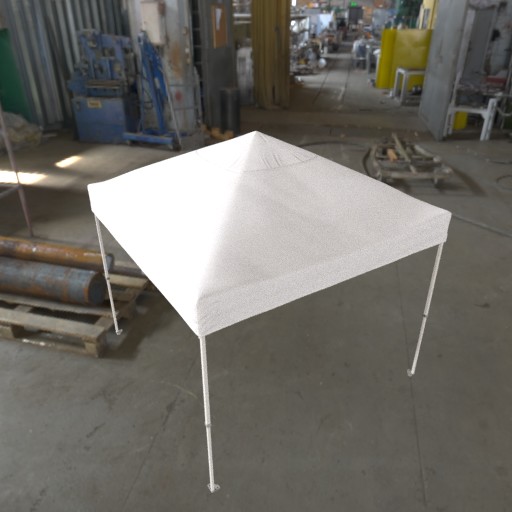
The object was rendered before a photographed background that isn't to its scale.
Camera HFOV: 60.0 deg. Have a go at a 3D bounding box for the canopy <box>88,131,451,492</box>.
[{"bbox_3d":[0.000,0.000,5.380,2.996,2.997,2.998,-17,33,-29],"label":"canopy"}]
